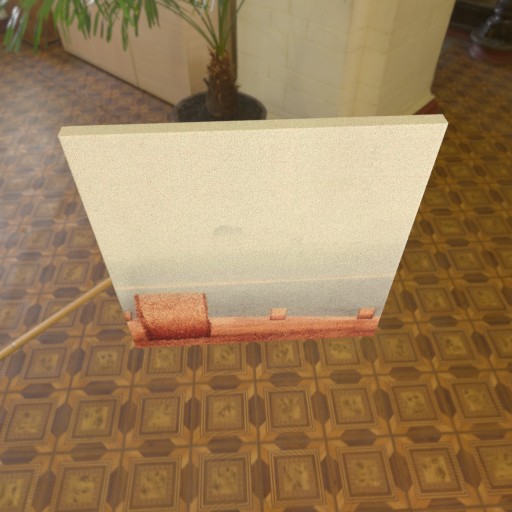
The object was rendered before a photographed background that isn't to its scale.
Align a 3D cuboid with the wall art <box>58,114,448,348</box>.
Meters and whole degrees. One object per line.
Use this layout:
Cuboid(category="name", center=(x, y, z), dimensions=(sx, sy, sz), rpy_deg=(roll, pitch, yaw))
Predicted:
Cuboid(category="wall art", center=(0.000, 0.000, 0.613), dimensions=(0.405, 0.405, 0.023), rpy_deg=(-3, 47, -2))
